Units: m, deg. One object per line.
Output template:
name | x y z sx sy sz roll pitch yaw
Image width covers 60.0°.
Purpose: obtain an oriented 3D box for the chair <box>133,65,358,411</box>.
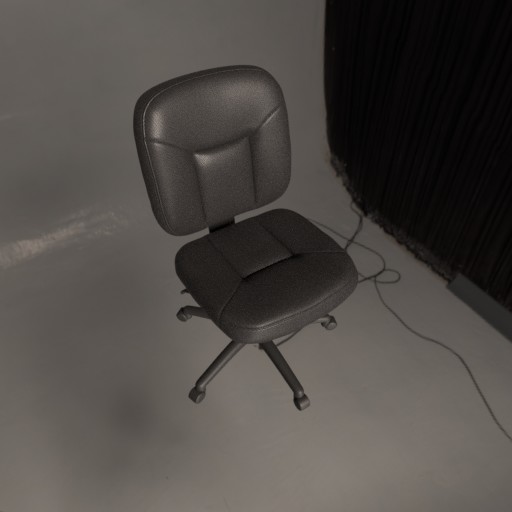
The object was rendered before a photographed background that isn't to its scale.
chair | 0.000 0.000 1.390 0.647 0.959 0.646 -24 49 -22
